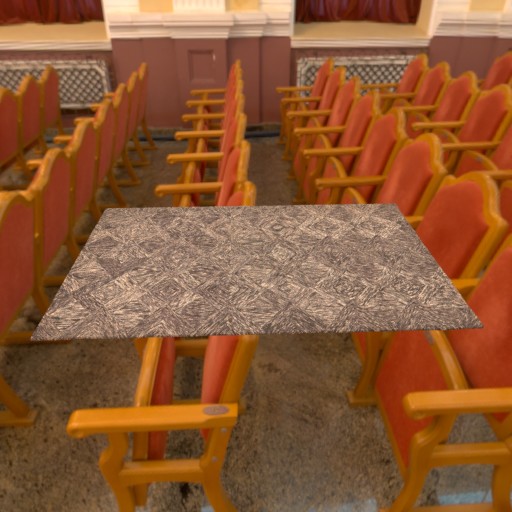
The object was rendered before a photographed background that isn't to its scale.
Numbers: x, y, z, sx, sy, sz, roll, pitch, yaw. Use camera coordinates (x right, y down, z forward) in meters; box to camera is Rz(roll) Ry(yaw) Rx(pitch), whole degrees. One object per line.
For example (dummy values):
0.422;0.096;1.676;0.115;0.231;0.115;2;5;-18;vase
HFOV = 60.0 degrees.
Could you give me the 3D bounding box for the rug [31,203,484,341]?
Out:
0.000;0.000;2.257;1.808;0.011;1.189;-1;32;-2;rug
